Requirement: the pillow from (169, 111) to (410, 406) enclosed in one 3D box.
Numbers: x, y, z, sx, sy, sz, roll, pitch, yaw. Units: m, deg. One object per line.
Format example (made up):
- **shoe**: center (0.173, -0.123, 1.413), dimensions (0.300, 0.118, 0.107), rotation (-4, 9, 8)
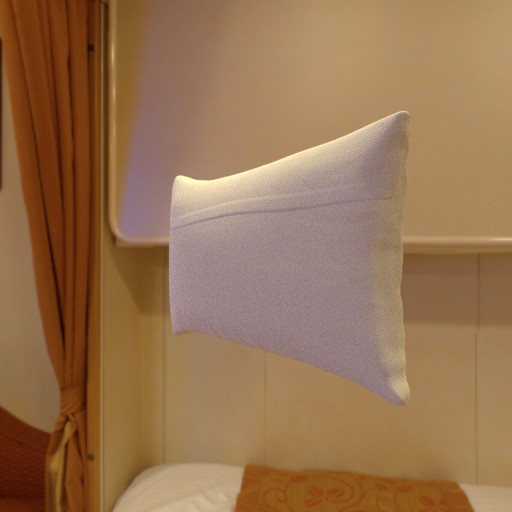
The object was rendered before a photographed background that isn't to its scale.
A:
- **pillow**: center (0.000, 0.000, 0.648), dimensions (0.139, 0.305, 0.506), rotation (0, 0, -37)
